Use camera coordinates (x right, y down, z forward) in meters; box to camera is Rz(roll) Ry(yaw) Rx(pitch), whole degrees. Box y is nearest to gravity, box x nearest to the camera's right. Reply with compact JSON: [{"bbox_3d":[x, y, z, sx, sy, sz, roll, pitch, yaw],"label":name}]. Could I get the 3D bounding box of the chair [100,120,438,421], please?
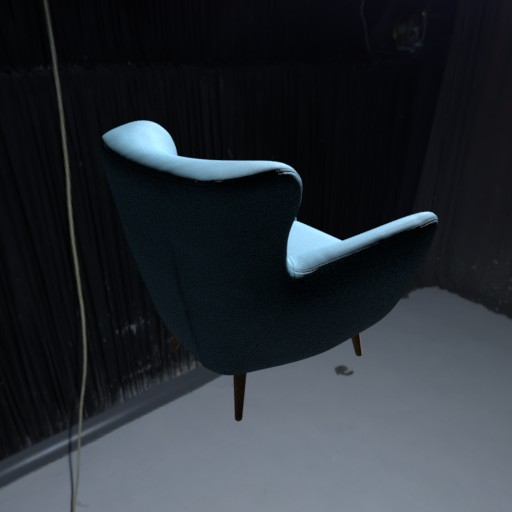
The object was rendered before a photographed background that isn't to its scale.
[{"bbox_3d":[0.000,0.000,1.584,0.889,0.889,0.890,-18,32,-33],"label":"chair"}]
